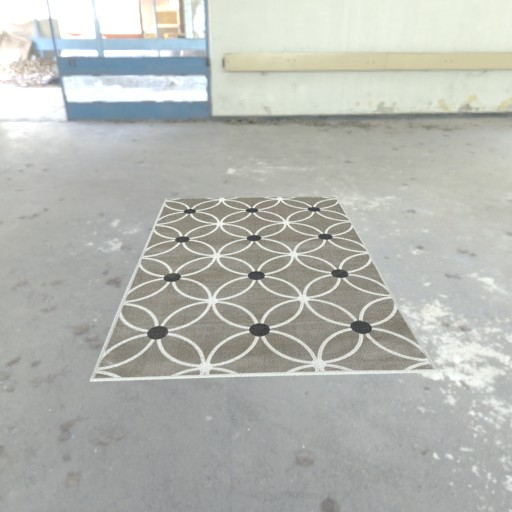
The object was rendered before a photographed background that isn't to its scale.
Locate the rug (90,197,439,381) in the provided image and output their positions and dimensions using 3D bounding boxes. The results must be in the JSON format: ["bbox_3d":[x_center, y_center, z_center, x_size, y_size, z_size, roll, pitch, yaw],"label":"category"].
[{"bbox_3d":[0.000,0.000,2.925,1.522,0.008,2.284,-1,27,-2],"label":"rug"}]
